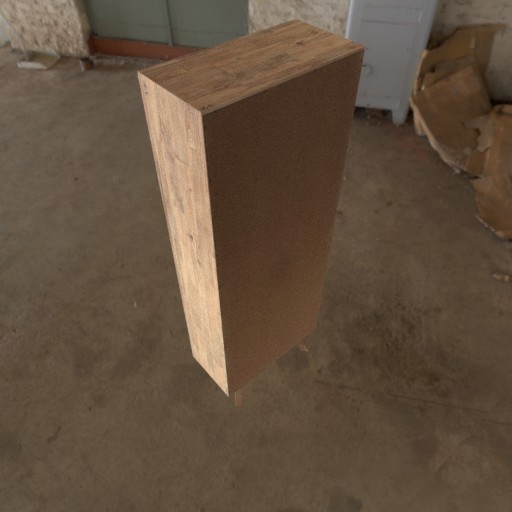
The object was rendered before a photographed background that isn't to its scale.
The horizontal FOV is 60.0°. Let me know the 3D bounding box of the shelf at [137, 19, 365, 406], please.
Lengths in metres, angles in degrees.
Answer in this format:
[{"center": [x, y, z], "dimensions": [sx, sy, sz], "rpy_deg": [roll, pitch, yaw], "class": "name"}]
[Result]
[{"center": [0.000, 0.000, 1.518], "dimensions": [0.491, 1.342, 0.267], "rpy_deg": [-32, 54, -27], "class": "shelf"}]
